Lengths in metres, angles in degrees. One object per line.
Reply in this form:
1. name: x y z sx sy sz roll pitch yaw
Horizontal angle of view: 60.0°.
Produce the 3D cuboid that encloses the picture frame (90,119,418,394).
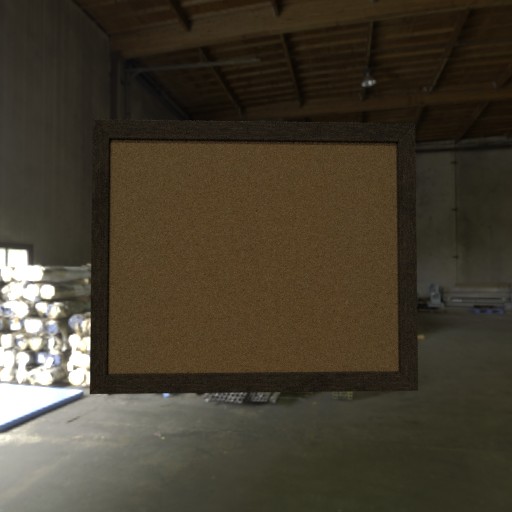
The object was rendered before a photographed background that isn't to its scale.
1. picture frame: 0.000 0.000 0.757 0.546 0.455 0.026 0 -2 -2
